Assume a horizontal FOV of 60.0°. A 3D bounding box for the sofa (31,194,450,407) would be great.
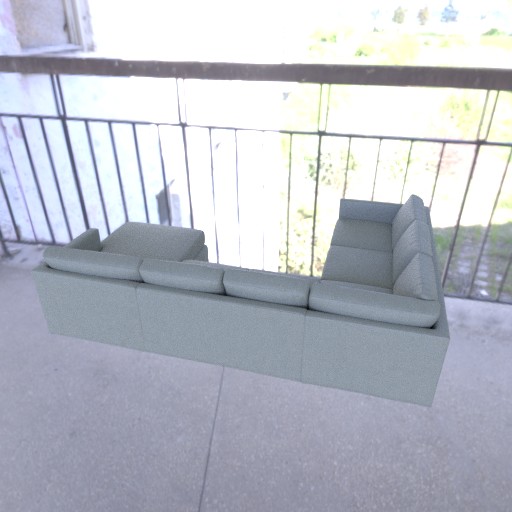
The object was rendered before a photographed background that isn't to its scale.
[{"bbox_3d":[0.000,0.000,4.588,3.460,0.882,2.427,8,30,13],"label":"sofa"}]
